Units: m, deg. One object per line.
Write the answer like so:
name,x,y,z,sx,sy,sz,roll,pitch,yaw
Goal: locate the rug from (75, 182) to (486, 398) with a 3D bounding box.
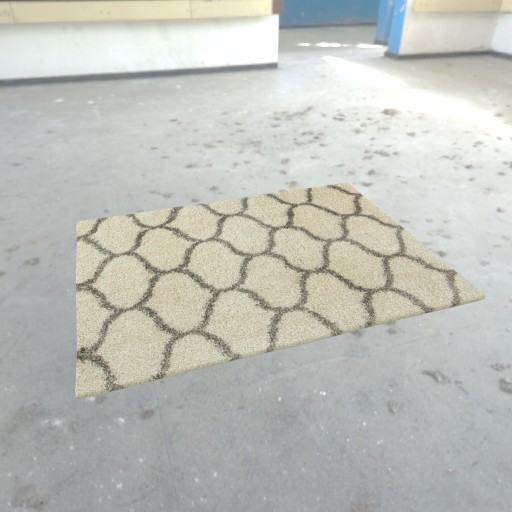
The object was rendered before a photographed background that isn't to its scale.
rug,0.000,0.000,2.083,1.600,0.025,1.200,-10,35,-15
